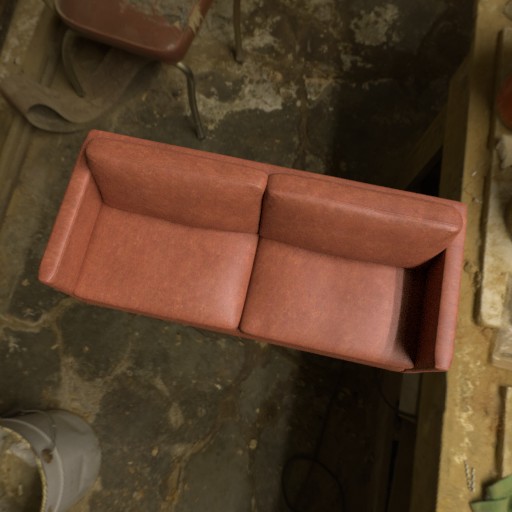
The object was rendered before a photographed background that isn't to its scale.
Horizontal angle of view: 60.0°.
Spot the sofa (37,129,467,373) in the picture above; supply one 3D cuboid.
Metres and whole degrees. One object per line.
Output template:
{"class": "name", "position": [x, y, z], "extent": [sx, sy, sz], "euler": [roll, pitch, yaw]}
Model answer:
{"class": "sofa", "position": [0.000, 0.000, 2.658], "extent": [2.204, 0.932, 0.950], "euler": [12, 75, 3]}
